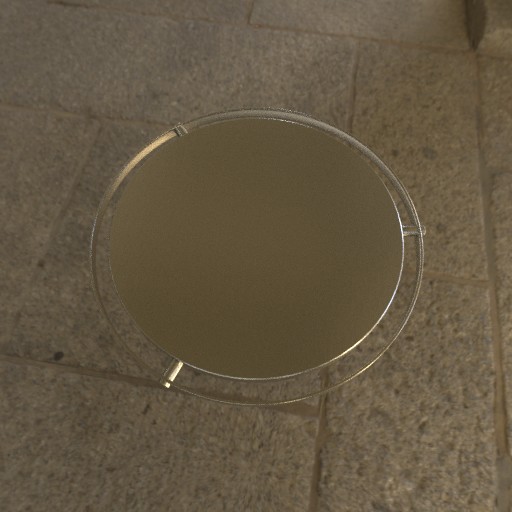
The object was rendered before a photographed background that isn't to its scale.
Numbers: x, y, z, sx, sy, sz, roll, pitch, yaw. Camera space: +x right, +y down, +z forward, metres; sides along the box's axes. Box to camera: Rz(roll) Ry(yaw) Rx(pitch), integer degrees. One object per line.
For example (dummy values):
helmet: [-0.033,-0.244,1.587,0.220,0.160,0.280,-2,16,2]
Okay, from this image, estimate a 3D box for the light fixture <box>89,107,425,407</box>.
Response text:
light fixture: [0.000,0.000,0.537,0.361,0.130,0.361,0,64,0]
